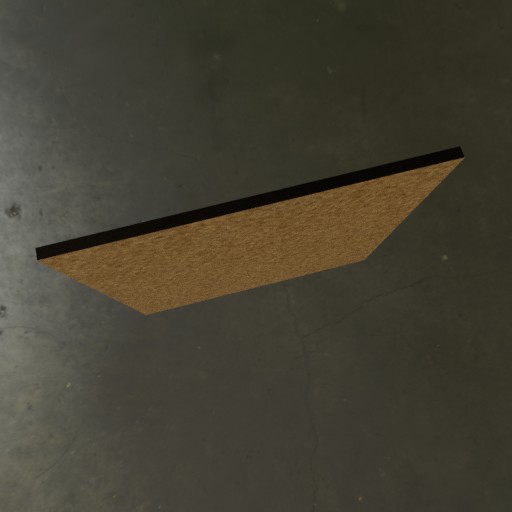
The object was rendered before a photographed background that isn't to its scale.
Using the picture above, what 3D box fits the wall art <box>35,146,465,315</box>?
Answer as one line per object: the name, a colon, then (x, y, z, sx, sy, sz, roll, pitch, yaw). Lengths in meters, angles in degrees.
wall art: (0.000, 0.000, 0.664, 0.446, 0.445, 0.014, -14, 76, -4)
